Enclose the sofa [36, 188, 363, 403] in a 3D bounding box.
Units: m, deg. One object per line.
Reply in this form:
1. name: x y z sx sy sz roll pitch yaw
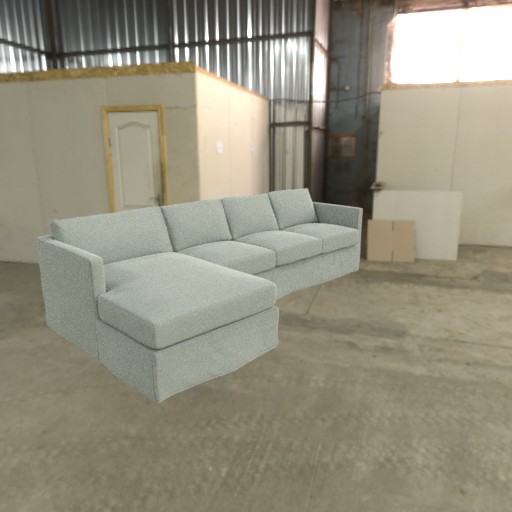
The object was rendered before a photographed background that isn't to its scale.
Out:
1. sofa: 0.000 0.000 3.976 1.650 0.922 3.205 14 20 43
